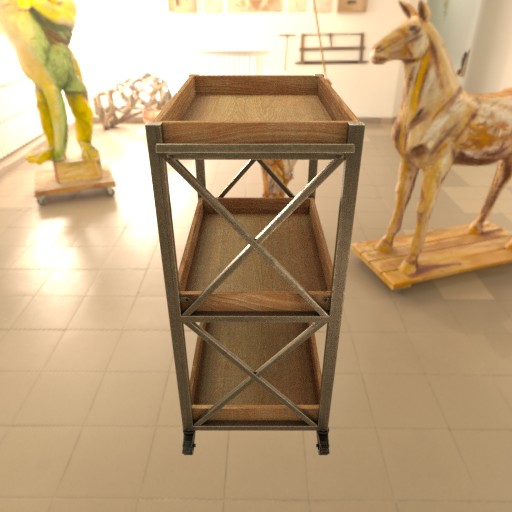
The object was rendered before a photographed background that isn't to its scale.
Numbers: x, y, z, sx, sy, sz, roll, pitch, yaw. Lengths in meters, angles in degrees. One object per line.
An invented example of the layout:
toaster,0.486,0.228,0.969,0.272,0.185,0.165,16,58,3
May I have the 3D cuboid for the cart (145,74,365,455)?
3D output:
cart,0.000,0.000,1.191,0.377,0.835,0.673,0,30,0
